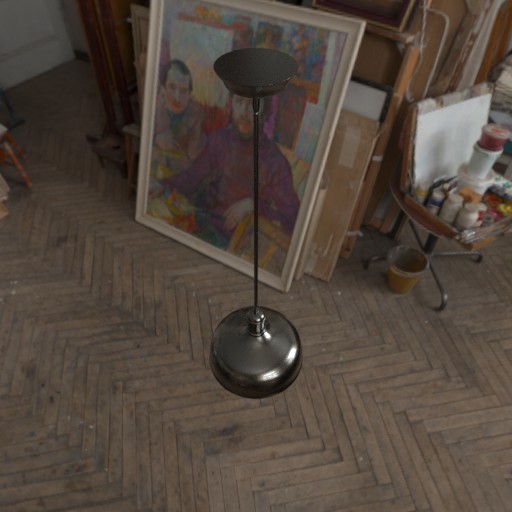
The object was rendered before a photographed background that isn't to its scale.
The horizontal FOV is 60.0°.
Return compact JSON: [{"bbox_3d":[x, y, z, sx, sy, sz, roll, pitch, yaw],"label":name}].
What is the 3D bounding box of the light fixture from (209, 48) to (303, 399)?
[{"bbox_3d":[0.000,0.000,1.082,0.299,0.935,0.299,-3,47,-3],"label":"light fixture"}]
